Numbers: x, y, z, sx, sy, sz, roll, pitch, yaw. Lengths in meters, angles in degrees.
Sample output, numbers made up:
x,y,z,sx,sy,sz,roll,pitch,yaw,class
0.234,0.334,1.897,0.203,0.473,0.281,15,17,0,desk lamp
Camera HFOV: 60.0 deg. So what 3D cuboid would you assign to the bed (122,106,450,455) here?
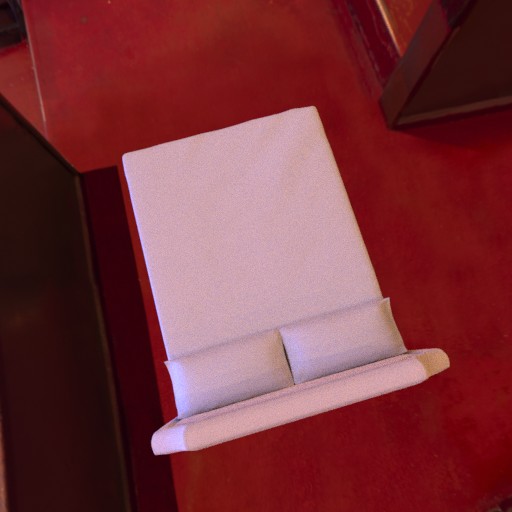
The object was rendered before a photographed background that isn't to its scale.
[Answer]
x,y,z,sx,sy,sz,roll,pitch,yaw,class
0.000,0.000,3.238,1.828,1.297,2.164,-15,77,-4,bed
